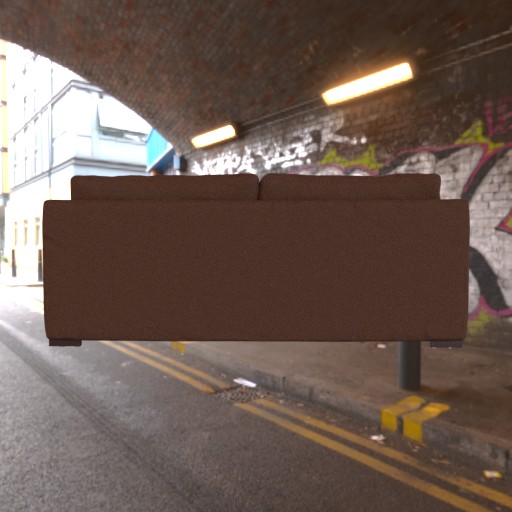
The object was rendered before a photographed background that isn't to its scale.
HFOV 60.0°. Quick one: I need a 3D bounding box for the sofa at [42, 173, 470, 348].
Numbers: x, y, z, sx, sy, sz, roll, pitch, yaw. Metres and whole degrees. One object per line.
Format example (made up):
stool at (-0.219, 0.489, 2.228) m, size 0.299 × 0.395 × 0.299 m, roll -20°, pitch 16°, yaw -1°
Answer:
sofa at (0.000, 0.000, 2.876) m, size 2.274 × 0.950 × 1.140 m, roll 0°, pitch 1°, yaw 1°
